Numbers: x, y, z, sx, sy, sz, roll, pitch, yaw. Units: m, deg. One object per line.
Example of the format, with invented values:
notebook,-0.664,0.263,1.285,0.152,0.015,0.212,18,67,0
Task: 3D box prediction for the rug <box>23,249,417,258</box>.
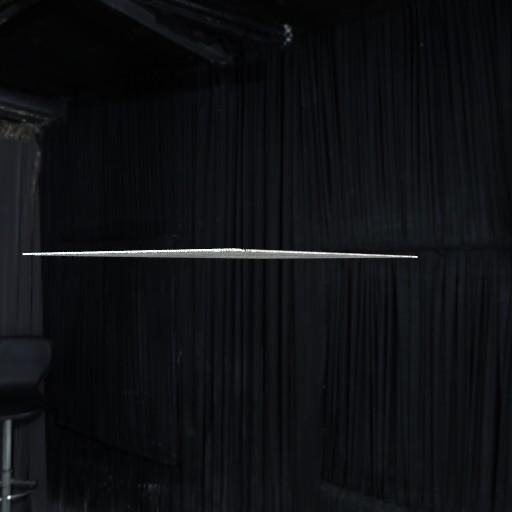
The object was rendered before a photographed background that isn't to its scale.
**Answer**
rug,0.000,0.000,3.060,1.528,0.010,2.440,-1,-1,35
